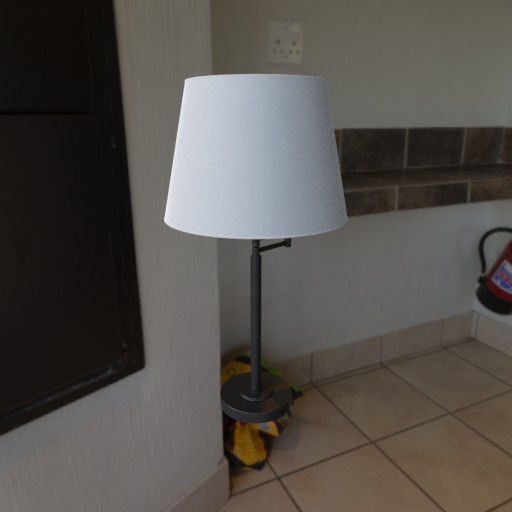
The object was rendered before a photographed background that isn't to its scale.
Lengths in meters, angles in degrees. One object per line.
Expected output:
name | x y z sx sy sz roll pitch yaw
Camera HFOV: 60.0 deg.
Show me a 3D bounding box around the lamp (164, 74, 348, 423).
lamp | 0.000 0.000 0.918 0.363 0.696 0.363 0 17 0
